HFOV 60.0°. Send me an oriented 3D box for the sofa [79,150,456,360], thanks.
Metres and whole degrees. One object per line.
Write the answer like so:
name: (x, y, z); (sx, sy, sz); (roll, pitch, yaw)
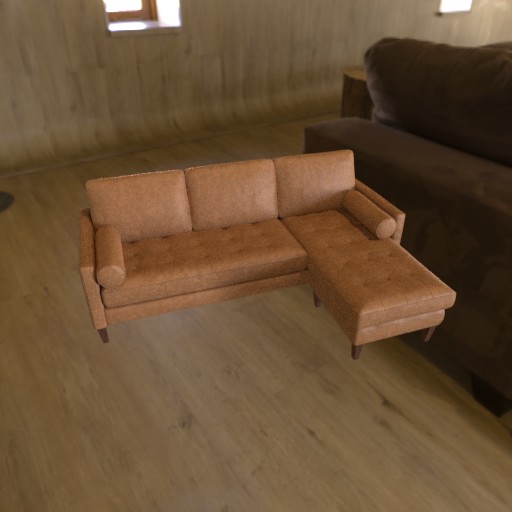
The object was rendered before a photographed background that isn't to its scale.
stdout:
sofa: (0.000, 0.000, 2.945); (2.178, 0.876, 1.506); (-10, 34, -16)
